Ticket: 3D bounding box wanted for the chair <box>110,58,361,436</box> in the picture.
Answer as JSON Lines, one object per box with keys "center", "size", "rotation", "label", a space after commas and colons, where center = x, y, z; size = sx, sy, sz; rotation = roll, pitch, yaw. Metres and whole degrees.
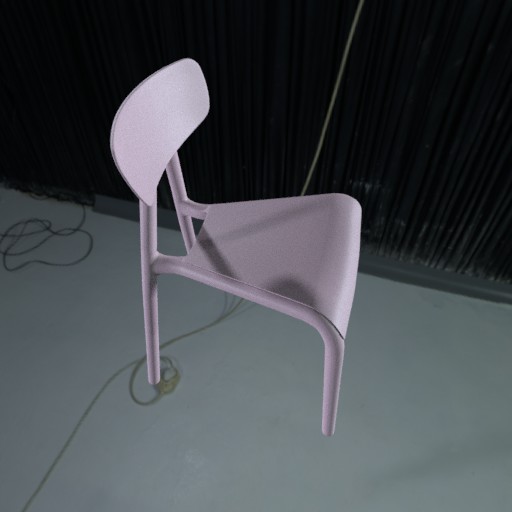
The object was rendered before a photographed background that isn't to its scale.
{"center": [0.000, 0.000, 0.805], "size": [0.401, 0.580, 0.356], "rotation": [10, 49, 9], "label": "chair"}
